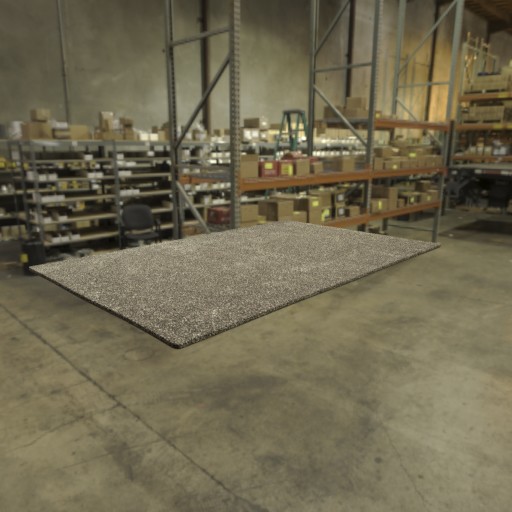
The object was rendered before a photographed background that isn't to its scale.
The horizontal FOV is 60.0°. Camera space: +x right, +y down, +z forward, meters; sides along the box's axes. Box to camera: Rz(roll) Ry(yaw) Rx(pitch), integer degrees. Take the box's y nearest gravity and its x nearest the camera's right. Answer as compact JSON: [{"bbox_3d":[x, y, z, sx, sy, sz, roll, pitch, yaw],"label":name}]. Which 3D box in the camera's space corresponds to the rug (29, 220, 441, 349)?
[{"bbox_3d":[0.000,0.000,2.941,1.502,0.025,2.350,14,20,43],"label":"rug"}]
